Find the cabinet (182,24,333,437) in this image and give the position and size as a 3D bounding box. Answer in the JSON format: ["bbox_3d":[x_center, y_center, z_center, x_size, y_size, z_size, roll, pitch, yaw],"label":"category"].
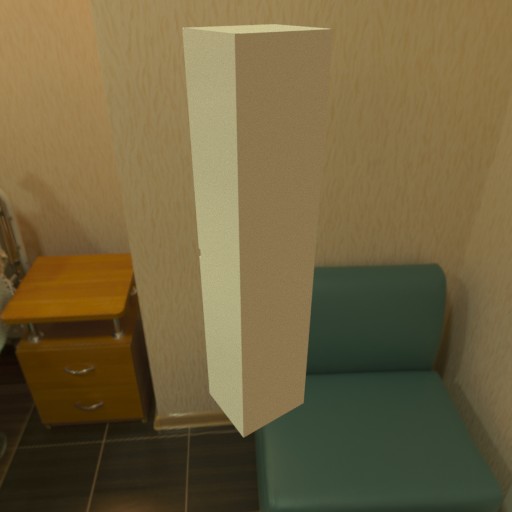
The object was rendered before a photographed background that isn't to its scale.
[{"bbox_3d":[0.000,0.000,1.529,0.300,1.400,0.269,-19,35,-29],"label":"cabinet"}]
